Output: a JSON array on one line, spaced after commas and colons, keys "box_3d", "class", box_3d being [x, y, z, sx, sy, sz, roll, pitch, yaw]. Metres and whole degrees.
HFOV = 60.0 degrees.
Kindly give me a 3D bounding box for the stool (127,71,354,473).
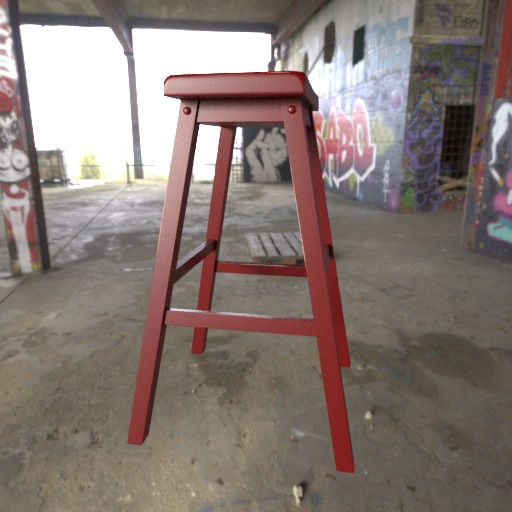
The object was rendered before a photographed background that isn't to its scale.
[{"box_3d": [0.000, 0.000, 1.031, 0.476, 0.737, 0.457, 3, 15, 10], "class": "stool"}]
